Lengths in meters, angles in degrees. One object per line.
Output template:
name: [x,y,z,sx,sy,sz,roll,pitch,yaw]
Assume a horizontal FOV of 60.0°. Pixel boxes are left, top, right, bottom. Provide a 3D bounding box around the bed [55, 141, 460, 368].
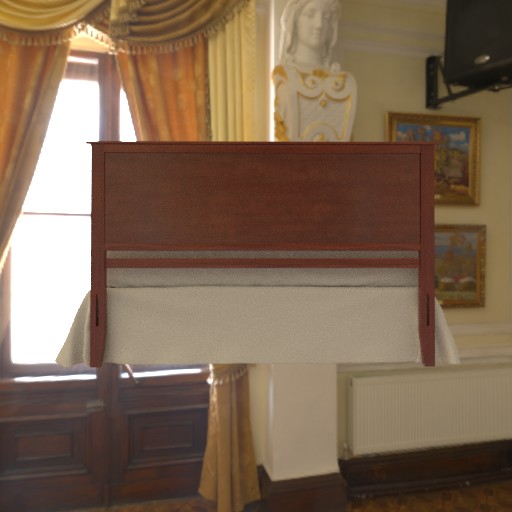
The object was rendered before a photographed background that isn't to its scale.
bed: [0.000,0.000,3.586,2.314,1.271,2.219,0,-1,-1]
